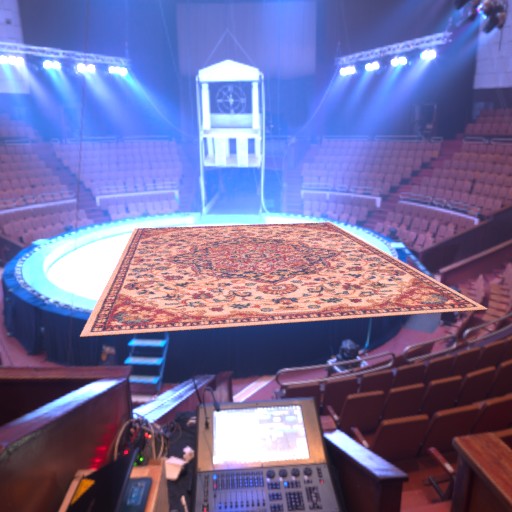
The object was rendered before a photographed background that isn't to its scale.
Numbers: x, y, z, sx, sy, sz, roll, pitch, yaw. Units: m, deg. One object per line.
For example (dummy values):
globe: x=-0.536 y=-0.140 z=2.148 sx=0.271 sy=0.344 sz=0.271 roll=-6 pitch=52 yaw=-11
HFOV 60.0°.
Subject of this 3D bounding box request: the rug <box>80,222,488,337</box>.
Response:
rug: x=0.000 y=0.000 z=4.056 sx=2.454 sy=0.005 sz=3.067 roll=-2 pitch=15 yaw=-9
